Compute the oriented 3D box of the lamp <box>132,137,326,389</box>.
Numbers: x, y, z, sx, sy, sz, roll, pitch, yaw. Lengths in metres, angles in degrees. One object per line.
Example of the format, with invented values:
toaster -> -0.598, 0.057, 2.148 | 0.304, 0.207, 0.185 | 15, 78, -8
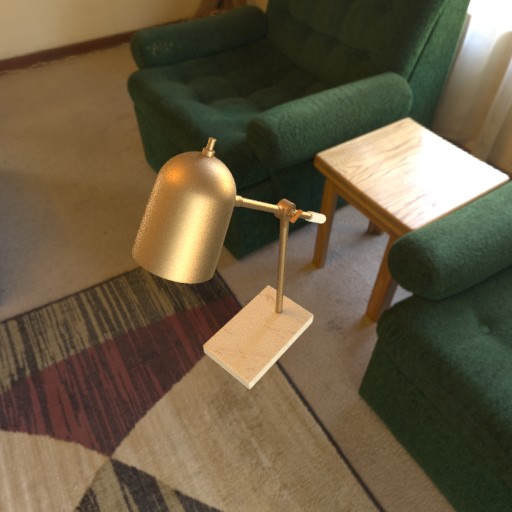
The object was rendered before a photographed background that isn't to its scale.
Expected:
lamp -> 0.000, 0.000, 0.847 | 0.144, 0.603, 0.471 | 32, 55, 26
